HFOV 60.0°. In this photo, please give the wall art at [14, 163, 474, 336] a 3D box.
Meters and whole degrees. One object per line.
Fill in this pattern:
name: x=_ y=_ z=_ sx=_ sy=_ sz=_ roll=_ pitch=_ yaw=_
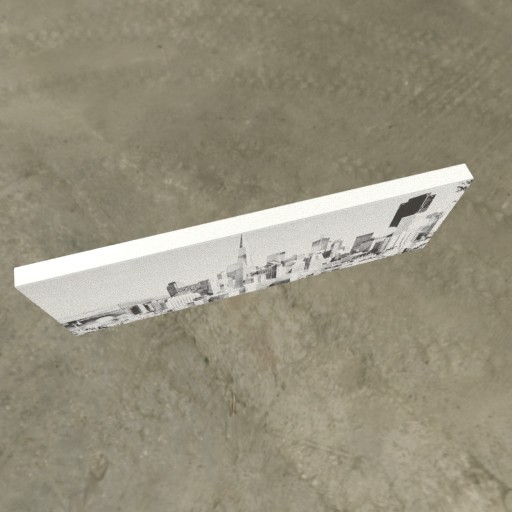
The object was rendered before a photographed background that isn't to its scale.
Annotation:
wall art: x=0.000 y=0.000 z=0.838 sx=0.766 sy=0.256 sz=0.036 roll=-14 pitch=64 yaw=-7
